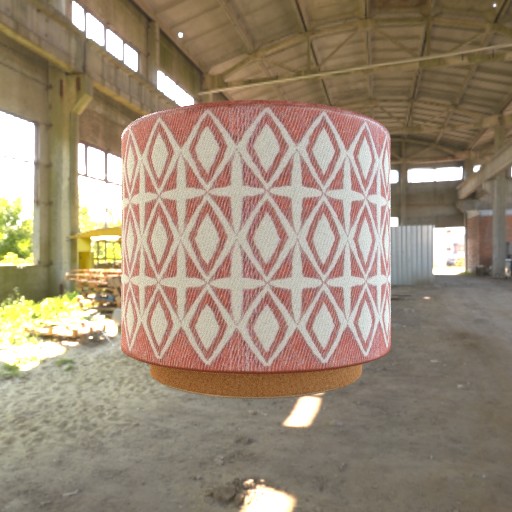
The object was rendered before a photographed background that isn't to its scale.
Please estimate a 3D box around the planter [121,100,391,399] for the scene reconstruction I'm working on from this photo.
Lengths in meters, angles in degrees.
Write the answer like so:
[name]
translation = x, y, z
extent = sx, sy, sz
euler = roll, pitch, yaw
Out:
[planter]
translation = 0.000, 0.000, 0.470
extent = 0.273, 0.237, 0.273
euler = 0, 0, 0
